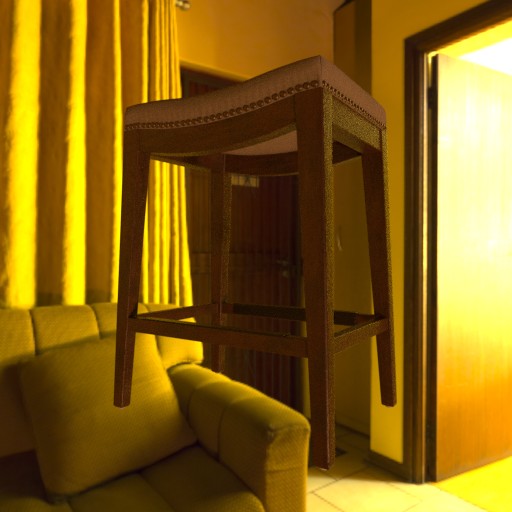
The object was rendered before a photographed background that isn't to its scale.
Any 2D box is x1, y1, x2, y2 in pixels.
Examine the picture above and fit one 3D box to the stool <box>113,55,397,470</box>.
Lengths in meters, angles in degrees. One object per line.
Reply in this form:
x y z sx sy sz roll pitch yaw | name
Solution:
0.000 0.000 0.963 0.508 0.660 0.356 0 1 34 | stool
